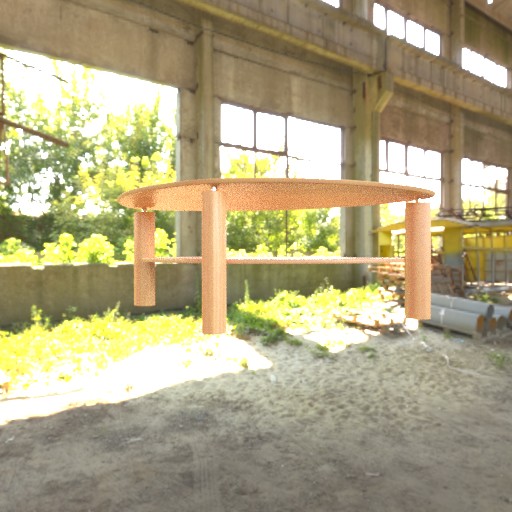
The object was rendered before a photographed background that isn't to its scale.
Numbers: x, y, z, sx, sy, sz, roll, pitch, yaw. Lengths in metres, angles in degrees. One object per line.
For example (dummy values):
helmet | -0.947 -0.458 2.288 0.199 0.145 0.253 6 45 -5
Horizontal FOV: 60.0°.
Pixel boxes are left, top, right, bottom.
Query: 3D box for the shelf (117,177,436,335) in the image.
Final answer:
shelf | 0.000 0.000 1.638 1.246 0.440 0.845 0 1 19
